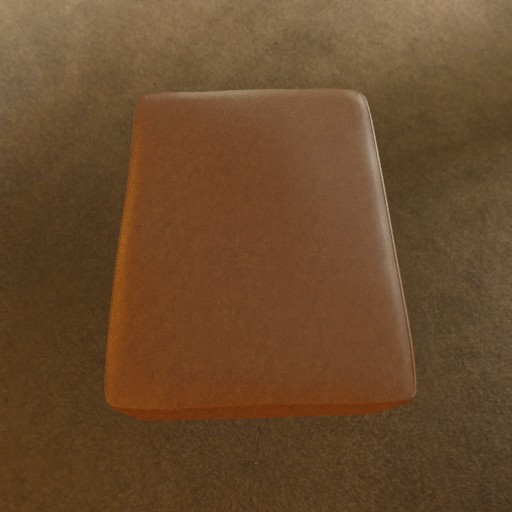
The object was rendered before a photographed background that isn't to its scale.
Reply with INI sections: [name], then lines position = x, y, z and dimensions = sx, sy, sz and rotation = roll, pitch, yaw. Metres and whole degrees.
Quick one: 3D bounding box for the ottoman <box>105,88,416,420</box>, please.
[ottoman]
position = 0.000, 0.000, 1.228
dimensions = 0.650, 0.485, 0.851
rotation = -1, 65, -1
